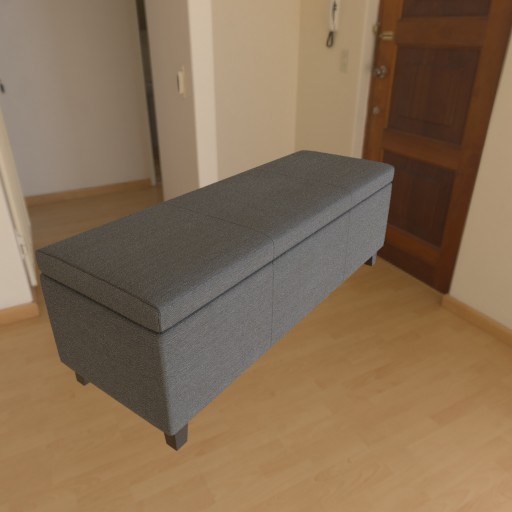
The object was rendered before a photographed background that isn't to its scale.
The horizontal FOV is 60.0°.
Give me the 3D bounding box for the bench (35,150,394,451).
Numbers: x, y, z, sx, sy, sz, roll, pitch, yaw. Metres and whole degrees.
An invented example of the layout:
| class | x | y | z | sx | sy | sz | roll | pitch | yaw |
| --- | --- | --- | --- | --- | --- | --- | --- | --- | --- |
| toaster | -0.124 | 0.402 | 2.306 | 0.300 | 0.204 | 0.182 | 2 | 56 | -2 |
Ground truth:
| class | x | y | z | sx | sy | sz | roll | pitch | yaw |
| --- | --- | --- | --- | --- | --- | --- | --- | --- | --- |
| bench | 0.000 | 0.000 | 1.493 | 0.446 | 0.438 | 1.269 | 18 | 32 | 32 |
